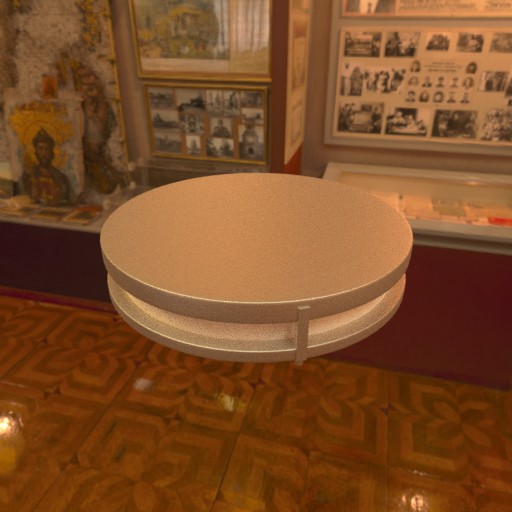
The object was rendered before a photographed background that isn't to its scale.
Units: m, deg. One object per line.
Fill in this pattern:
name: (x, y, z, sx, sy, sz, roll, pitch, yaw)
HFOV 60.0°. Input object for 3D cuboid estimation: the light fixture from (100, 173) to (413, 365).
light fixture: (0.000, 0.000, 0.548, 0.356, 0.102, 0.356, 0, 28, 0)
